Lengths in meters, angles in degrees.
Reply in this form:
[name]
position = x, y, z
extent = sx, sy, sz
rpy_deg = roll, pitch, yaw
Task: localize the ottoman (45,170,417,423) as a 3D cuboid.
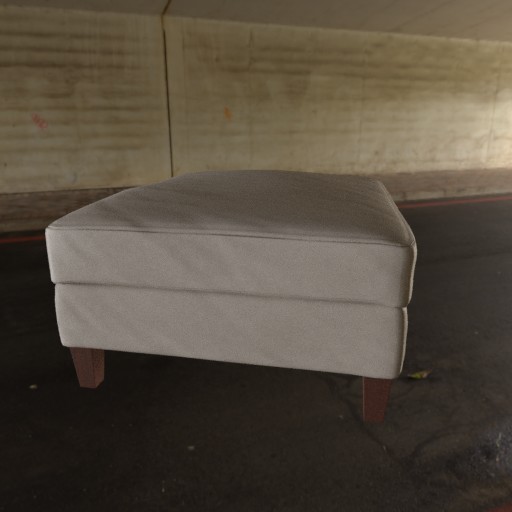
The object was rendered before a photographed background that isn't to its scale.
[ottoman]
position = 0.000, 0.000, 1.438
extent = 0.836, 0.492, 1.002
rpy_deg = 3, 17, 10
